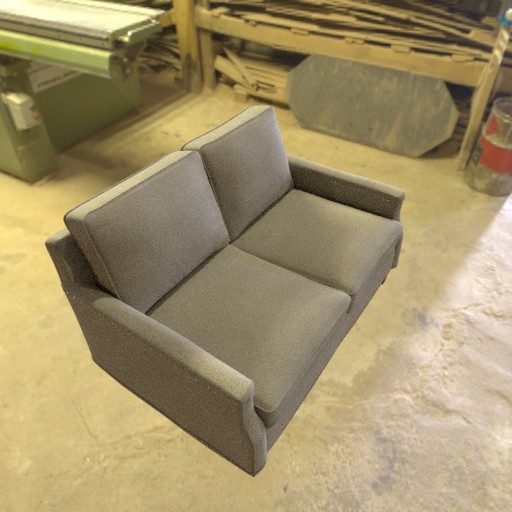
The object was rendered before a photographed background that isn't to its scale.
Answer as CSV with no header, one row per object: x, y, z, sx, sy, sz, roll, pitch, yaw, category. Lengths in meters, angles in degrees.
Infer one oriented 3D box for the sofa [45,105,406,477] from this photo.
0.000,0.000,2.258,1.084,1.003,1.597,24,46,25,sofa
